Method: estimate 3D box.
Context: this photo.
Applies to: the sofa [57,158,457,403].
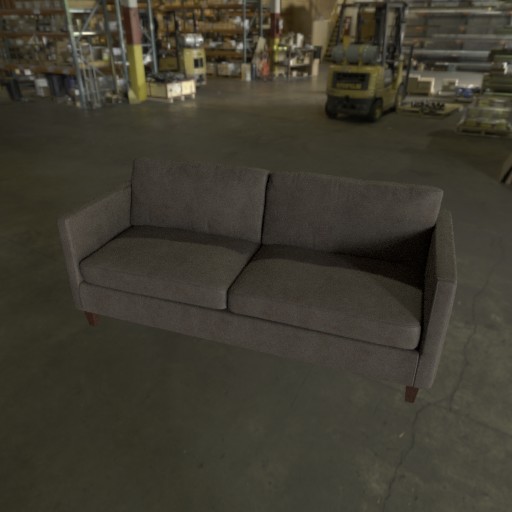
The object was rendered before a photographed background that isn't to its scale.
[{"bbox_3d":[0.000,0.000,2.756,2.208,0.965,0.951,9,29,17],"label":"sofa"}]
